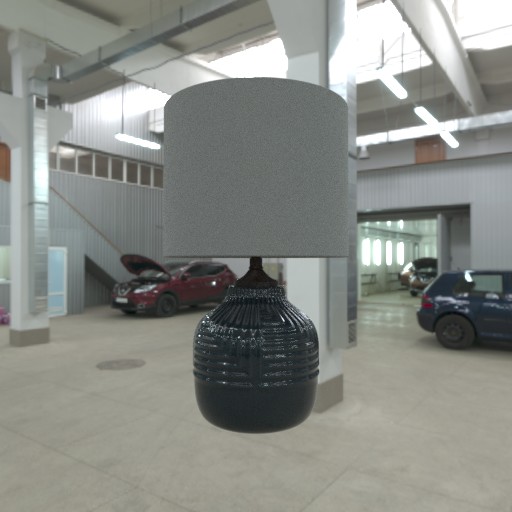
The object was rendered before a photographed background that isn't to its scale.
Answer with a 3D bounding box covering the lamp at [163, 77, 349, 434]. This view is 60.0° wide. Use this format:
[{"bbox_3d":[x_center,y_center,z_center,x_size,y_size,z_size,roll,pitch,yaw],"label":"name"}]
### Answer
[{"bbox_3d":[0.000,0.000,0.776,0.318,0.567,0.318,0,-1,0],"label":"lamp"}]
